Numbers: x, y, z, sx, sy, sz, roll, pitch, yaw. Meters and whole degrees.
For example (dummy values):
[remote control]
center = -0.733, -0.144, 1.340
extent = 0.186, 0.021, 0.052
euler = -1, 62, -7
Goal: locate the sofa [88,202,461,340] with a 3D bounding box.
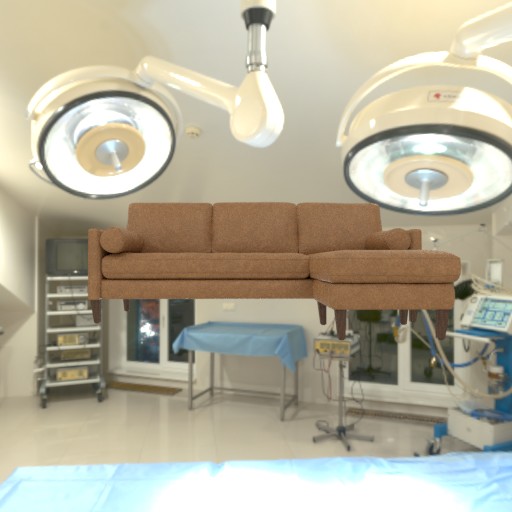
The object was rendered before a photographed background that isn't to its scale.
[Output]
[sofa]
center = 0.000, 0.000, 2.934
extent = 2.178, 0.876, 1.506
euler = 0, -1, -1
